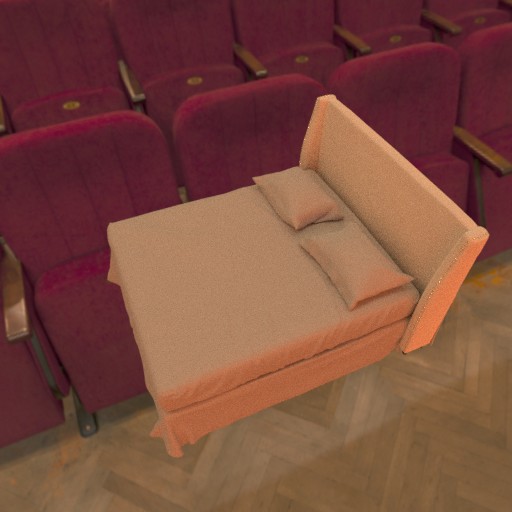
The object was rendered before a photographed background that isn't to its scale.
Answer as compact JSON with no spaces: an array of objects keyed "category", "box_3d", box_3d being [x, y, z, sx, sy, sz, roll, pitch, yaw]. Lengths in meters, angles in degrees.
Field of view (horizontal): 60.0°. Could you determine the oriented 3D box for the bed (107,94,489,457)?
[{"category":"bed","box_3d":[0.000,0.000,3.417,2.276,1.332,1.925,-18,50,-16]}]
